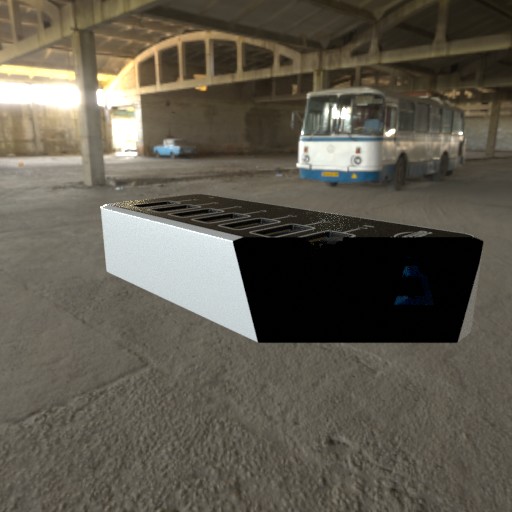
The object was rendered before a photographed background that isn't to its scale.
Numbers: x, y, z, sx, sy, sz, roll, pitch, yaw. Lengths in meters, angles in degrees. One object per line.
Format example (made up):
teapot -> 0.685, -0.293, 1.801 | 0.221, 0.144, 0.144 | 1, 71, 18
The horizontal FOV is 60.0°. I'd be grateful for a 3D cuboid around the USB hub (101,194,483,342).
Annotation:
USB hub -> 0.000, 0.000, 0.128 | 0.044, 0.023, 0.110 | -14, 21, -42
